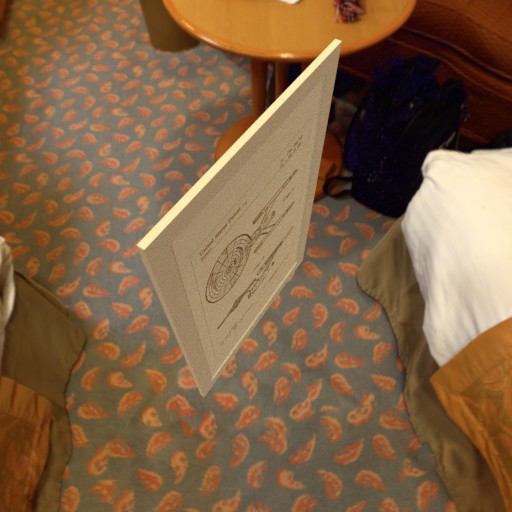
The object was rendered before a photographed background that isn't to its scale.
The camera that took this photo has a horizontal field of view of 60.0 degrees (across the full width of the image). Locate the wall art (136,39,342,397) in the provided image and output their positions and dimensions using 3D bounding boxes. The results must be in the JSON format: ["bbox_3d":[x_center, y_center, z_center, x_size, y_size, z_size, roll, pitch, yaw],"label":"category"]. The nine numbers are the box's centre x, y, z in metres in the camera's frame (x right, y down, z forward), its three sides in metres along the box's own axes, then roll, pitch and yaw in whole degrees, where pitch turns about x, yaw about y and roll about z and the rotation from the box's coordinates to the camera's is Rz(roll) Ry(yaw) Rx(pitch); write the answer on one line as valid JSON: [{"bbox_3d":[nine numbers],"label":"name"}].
[{"bbox_3d":[0.000,0.000,0.863,0.011,0.659,0.454,30,63,17],"label":"wall art"}]
